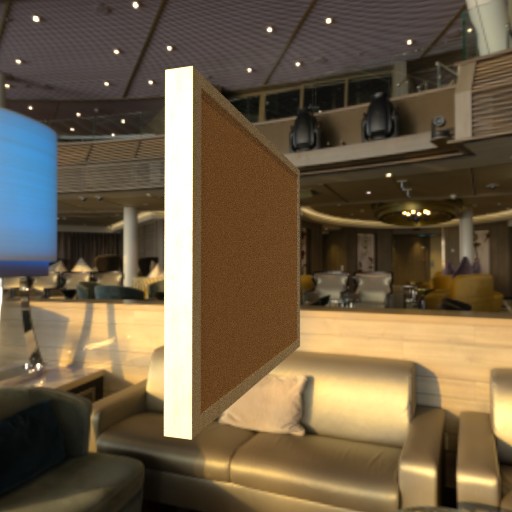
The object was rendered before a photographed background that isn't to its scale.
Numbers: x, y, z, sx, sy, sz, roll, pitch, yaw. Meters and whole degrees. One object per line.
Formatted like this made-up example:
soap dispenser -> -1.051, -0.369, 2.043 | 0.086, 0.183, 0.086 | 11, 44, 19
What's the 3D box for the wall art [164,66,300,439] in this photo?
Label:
wall art -> 0.000, 0.000, 0.709 | 0.032, 0.380, 0.532 | 0, -1, 17
